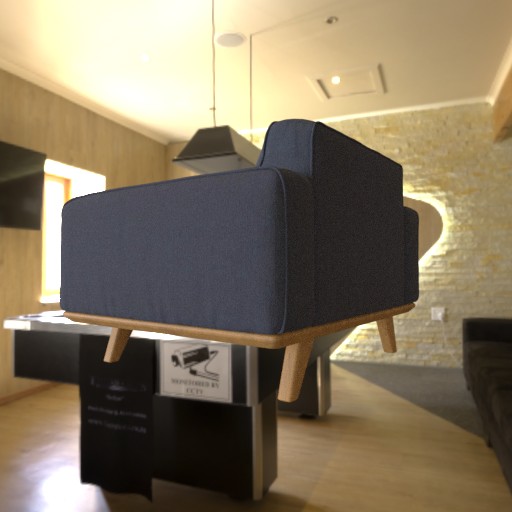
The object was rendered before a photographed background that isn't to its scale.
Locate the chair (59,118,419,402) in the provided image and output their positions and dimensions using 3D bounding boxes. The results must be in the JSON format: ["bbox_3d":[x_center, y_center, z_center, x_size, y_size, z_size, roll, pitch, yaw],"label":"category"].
[{"bbox_3d":[0.000,0.000,1.731,0.953,0.783,1.118,-1,-1,37],"label":"chair"}]
